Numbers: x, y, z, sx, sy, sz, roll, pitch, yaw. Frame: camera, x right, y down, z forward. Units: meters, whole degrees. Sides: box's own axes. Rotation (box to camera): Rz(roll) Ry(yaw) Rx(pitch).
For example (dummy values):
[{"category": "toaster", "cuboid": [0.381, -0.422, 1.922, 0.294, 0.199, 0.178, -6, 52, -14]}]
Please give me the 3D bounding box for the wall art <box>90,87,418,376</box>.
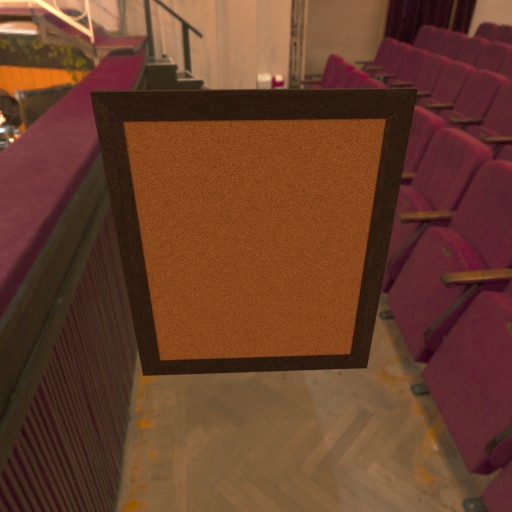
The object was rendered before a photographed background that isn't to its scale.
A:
[{"category": "wall art", "cuboid": [0.000, 0.000, 0.797, 0.476, 0.570, 0.013, -1, 32, -2]}]
